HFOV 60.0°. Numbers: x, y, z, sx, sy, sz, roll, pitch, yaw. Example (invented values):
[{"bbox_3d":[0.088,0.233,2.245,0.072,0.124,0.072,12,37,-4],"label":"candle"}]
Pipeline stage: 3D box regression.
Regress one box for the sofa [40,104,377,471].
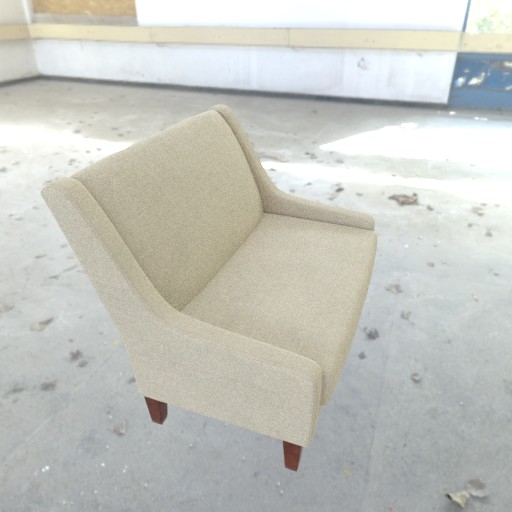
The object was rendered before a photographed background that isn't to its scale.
[{"bbox_3d":[0.000,0.000,1.900,0.946,0.976,1.212,11,32,18],"label":"sofa"}]
